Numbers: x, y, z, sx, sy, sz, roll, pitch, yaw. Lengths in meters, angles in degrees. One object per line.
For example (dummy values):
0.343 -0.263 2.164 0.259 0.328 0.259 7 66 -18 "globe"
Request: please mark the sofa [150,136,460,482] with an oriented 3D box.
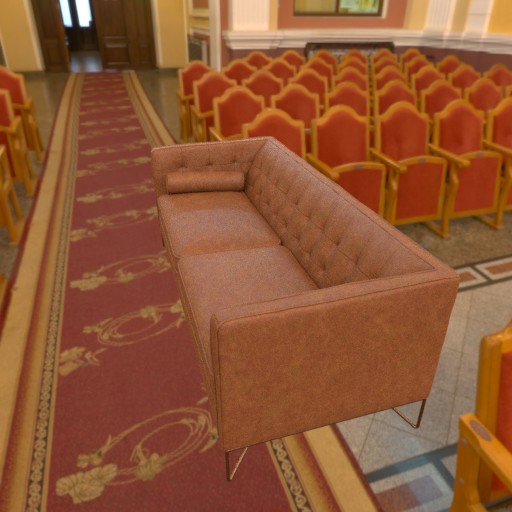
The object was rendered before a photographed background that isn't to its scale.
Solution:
0.000 0.000 2.496 0.912 0.798 2.079 -9 30 -15 "sofa"
